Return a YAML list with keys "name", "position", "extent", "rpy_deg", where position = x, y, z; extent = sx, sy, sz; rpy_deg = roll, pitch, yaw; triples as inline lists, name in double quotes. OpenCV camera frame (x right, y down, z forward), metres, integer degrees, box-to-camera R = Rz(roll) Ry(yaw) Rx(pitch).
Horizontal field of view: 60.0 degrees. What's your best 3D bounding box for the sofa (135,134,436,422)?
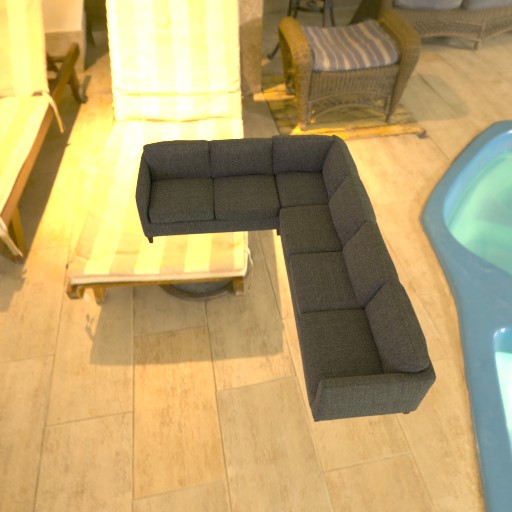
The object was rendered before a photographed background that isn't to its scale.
- name: "sofa"
  position: [0.000, 0.000, 4.600]
  extent: [2.593, 0.947, 3.302]
  rpy_deg: [-4, 48, -3]
